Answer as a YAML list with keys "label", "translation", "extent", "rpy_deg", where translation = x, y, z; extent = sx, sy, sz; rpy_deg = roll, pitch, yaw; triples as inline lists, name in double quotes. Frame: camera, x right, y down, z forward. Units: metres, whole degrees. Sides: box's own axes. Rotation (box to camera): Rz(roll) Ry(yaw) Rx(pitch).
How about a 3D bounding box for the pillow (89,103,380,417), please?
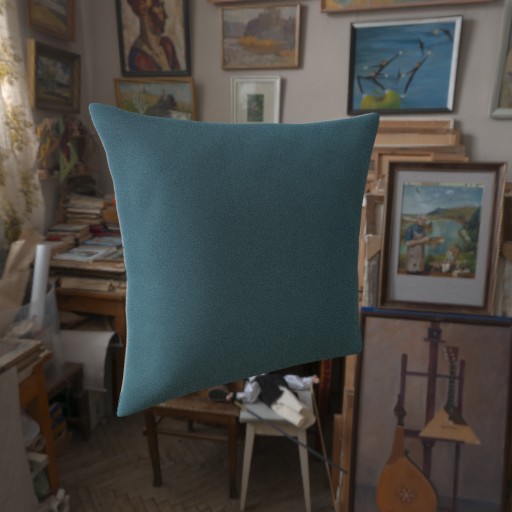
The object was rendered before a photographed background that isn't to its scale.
- label: "pillow"
  translation: [0.000, 0.000, 0.800]
  extent: [0.526, 0.507, 0.166]
  rpy_deg: [-7, 17, -26]
